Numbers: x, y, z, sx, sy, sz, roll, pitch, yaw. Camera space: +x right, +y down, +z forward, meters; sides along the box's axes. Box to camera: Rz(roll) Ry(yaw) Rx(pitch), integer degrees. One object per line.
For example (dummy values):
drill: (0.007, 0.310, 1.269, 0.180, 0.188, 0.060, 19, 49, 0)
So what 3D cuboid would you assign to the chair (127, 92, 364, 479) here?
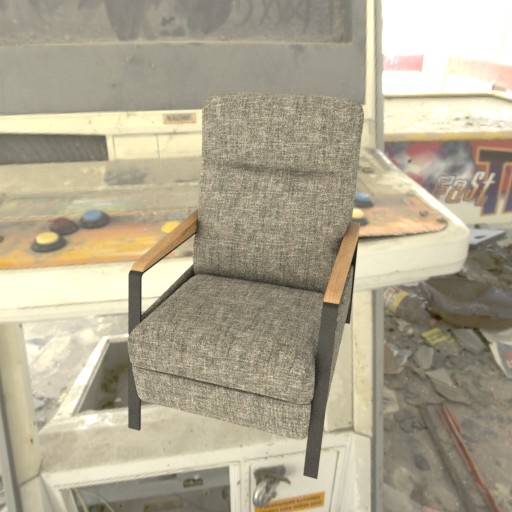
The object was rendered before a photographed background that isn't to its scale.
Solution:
chair: (0.000, 0.000, 1.604, 0.671, 1.042, 0.868, 8, 28, 15)
